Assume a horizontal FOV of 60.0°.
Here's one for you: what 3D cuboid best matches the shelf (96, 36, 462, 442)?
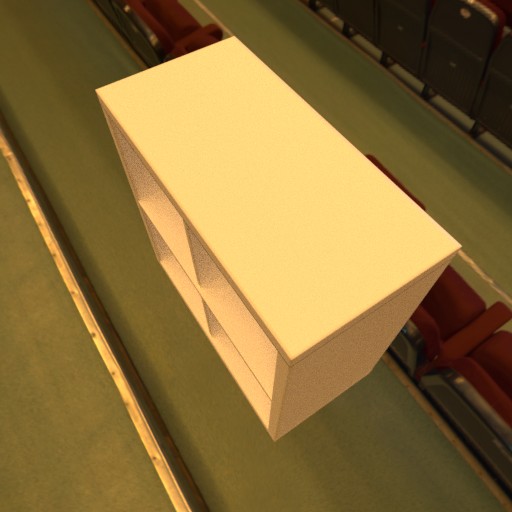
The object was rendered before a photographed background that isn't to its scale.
[{"bbox_3d":[0.000,0.000,1.270,0.390,0.786,0.790,-30,63,-17],"label":"shelf"}]
